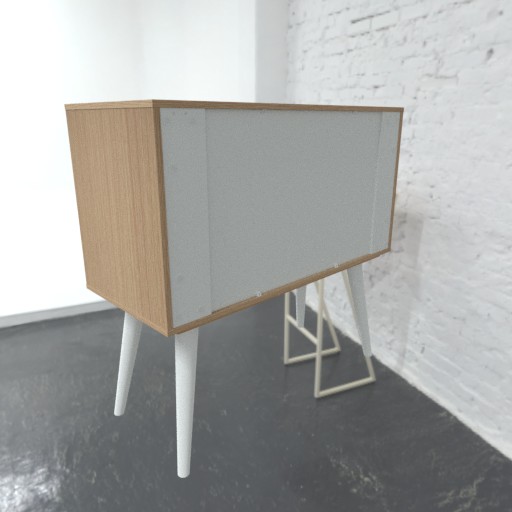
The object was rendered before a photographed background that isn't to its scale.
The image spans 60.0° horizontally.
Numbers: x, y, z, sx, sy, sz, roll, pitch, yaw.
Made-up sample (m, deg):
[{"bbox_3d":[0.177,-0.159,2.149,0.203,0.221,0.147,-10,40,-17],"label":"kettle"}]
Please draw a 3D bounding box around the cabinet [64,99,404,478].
[{"bbox_3d":[0.000,0.000,1.585,1.057,1.016,0.470,-16,23,-42],"label":"cabinet"}]
